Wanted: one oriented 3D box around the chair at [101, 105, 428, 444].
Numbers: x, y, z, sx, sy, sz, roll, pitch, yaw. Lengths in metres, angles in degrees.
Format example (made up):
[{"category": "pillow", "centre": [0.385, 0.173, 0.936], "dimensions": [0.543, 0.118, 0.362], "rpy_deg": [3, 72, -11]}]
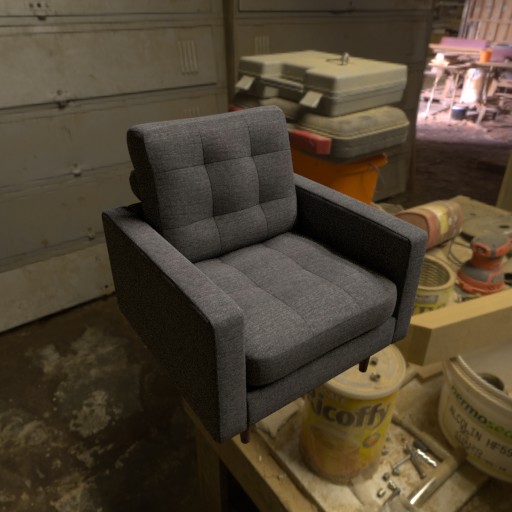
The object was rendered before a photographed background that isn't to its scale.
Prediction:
[{"category": "chair", "centre": [0.000, 0.000, 1.561], "dimensions": [0.821, 0.880, 0.843], "rpy_deg": [-19, 35, -30]}]
